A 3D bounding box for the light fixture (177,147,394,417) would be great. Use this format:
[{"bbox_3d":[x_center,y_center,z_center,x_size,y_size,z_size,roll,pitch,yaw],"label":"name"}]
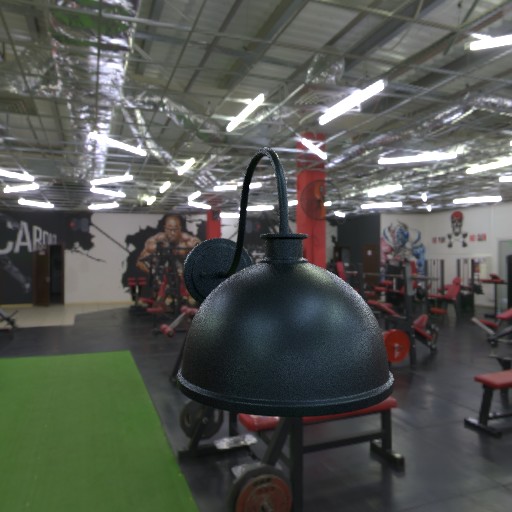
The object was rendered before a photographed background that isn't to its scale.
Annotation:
[{"bbox_3d":[0.000,0.000,0.633,0.253,0.295,0.467,0,0,-18],"label":"light fixture"}]
